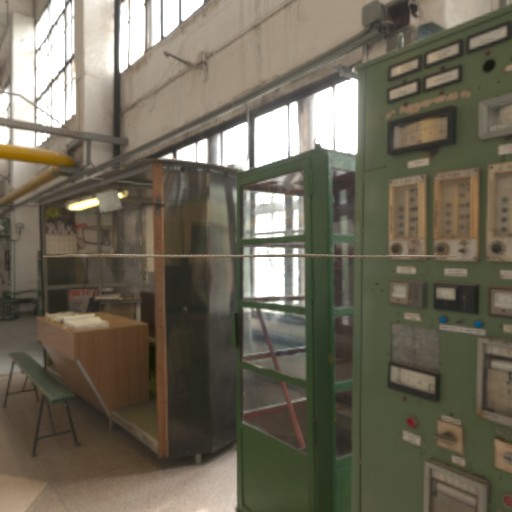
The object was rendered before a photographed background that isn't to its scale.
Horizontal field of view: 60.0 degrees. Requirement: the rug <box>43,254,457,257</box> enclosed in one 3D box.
[{"bbox_3d":[0.000,0.000,2.349,1.829,0.013,1.220,0,0,-37],"label":"rug"}]
